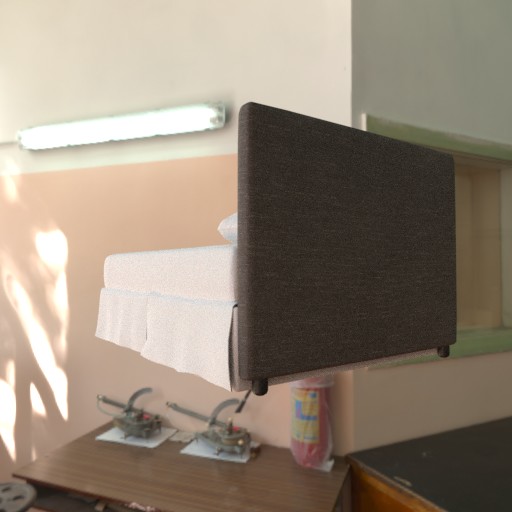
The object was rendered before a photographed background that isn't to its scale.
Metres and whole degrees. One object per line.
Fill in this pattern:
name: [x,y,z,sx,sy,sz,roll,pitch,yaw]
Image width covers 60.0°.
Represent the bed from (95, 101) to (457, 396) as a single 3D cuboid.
bed: [0.000,0.000,3.244,1.723,1.330,2.142,1,-2,-36]
